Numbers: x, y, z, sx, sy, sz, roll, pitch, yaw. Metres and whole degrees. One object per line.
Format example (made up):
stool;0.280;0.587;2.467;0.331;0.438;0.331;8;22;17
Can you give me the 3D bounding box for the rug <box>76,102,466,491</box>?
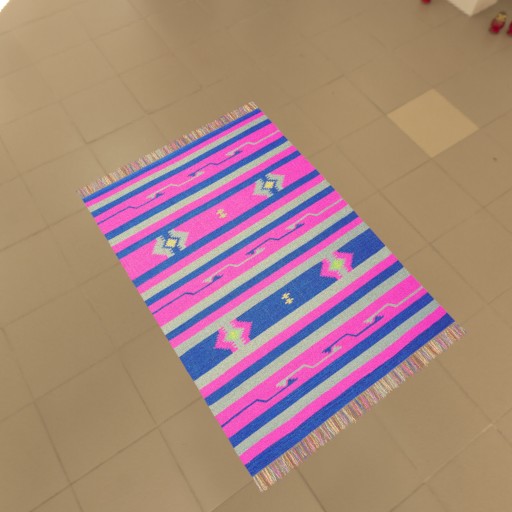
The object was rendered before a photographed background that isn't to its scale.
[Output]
rug;0.000;0.000;2.938;1.539;0.013;2.350;-32;68;-15
